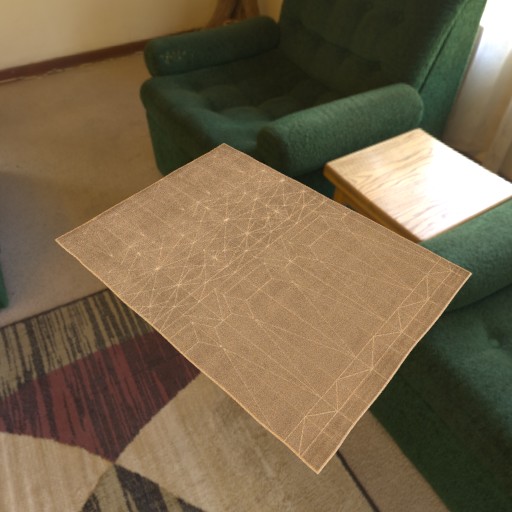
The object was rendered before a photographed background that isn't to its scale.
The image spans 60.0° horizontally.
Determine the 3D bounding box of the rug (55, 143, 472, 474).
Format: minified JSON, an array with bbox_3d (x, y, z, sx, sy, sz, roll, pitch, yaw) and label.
[{"bbox_3d":[0.000,0.000,4.383,3.357,0.019,2.449,33,55,28],"label":"rug"}]
